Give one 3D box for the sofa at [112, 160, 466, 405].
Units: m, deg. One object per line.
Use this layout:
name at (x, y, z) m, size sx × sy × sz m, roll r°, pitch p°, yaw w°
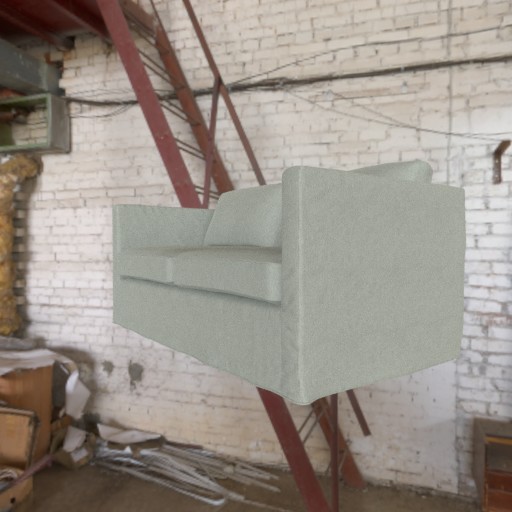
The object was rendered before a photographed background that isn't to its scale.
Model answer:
sofa at (0.000, 0.000, 2.251) m, size 0.944 × 0.830 × 1.727 m, roll -1°, pitch 2°, yaw -36°
